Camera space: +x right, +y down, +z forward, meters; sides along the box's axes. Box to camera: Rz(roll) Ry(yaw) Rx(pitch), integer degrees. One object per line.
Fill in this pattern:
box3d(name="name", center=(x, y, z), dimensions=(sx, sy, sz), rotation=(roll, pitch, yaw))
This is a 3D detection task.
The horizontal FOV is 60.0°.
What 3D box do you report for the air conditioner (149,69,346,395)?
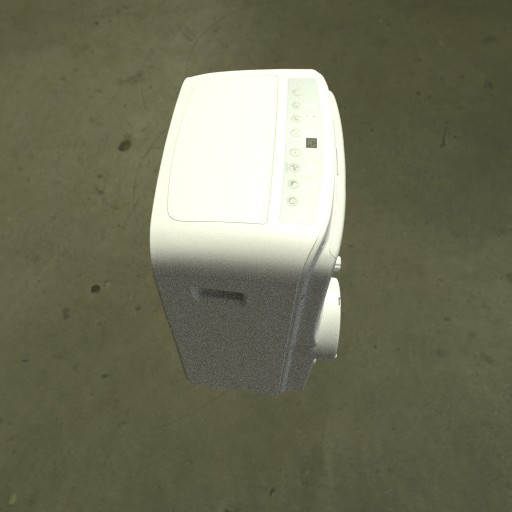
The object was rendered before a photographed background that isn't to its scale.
box3d(name="air conditioner", center=(0.000, 0.000, 0.977), dimensions=(0.365, 0.700, 0.454), rotation=(3, 60, 2))
